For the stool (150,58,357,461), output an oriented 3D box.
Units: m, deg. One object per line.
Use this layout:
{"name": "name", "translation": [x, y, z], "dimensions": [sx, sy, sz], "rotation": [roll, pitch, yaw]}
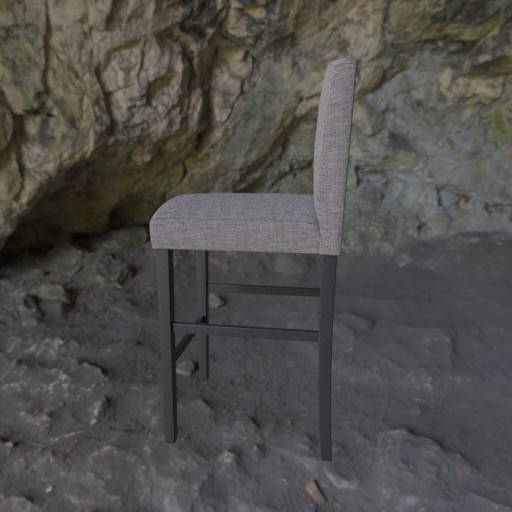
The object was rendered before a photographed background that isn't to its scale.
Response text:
{"name": "stool", "translation": [0.000, 0.000, 1.414], "dimensions": [0.552, 1.138, 0.451], "rotation": [2, 14, 9]}
